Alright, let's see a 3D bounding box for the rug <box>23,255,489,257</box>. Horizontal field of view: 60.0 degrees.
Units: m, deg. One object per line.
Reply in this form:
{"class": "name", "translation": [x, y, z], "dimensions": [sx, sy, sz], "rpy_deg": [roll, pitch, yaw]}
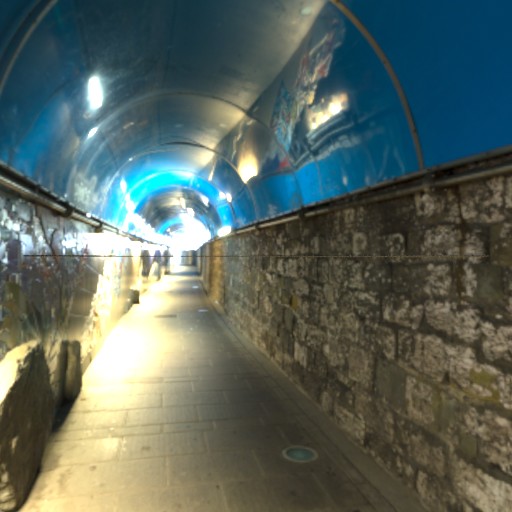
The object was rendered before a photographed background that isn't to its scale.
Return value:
{"class": "rug", "translation": [0.000, 0.000, 2.577], "dimensions": [2.096, 0.011, 1.229], "rpy_deg": [0, 0, 1]}
